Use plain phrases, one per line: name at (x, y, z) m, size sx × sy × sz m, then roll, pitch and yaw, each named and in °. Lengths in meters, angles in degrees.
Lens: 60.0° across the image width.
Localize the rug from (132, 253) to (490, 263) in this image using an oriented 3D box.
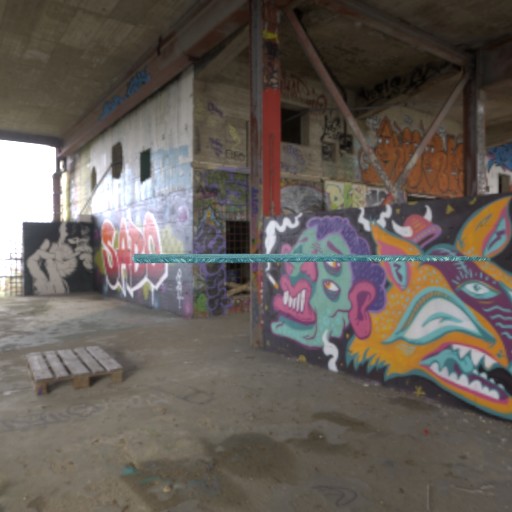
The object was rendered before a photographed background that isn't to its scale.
rug at (0.000, 0.000, 2.124) m, size 1.136 × 0.017 × 1.728 m, roll 0°, pitch 1°, yaw -15°
